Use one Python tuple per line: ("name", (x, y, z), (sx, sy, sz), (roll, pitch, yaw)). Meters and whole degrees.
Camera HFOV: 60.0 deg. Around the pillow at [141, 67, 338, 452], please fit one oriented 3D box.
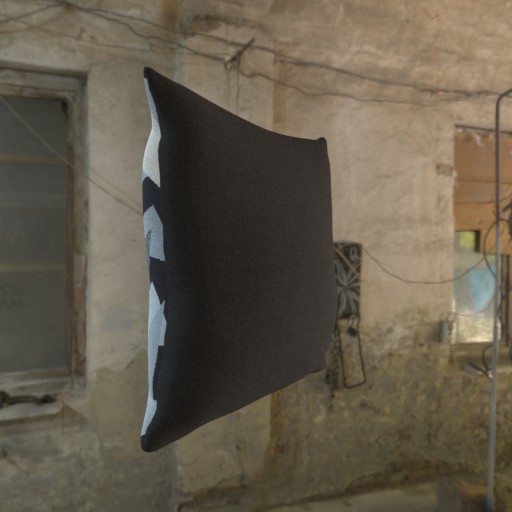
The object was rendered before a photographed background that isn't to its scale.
("pillow", (0.000, 0.000, 0.762), (0.208, 0.496, 0.503), (1, 1, 36))
